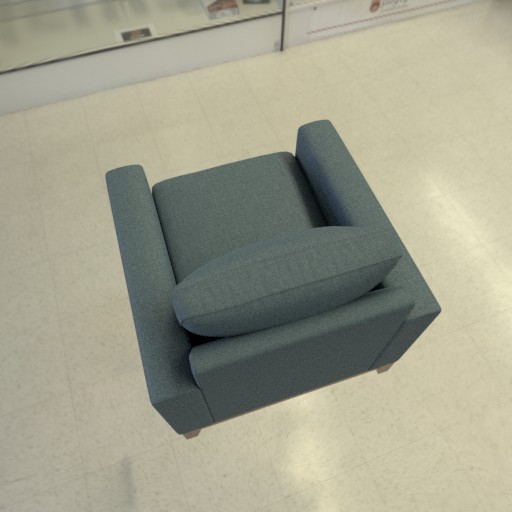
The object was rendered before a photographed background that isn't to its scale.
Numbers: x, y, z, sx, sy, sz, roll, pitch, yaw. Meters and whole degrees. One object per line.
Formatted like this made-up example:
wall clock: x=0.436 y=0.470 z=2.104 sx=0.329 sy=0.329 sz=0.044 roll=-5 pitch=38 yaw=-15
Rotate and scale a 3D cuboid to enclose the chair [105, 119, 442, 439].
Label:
chair: x=0.000 y=0.000 z=1.855 sx=1.024 sy=1.010 sz=1.038 roll=-16 pitch=60 yaw=-9
